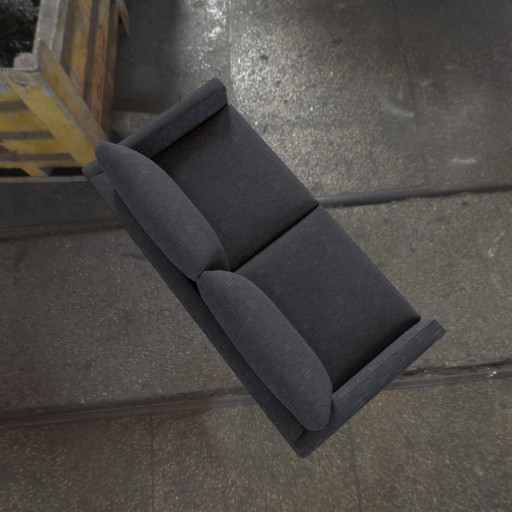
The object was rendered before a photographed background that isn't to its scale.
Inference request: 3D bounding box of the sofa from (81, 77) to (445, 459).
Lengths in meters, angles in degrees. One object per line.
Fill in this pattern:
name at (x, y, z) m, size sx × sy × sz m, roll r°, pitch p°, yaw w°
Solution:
sofa at (0.000, 0.000, 2.252) m, size 0.866 × 0.862 × 1.716 m, roll -38°, pitch 79°, yaw -9°
